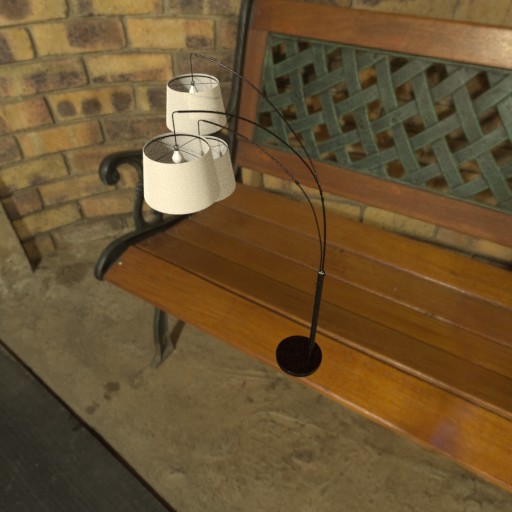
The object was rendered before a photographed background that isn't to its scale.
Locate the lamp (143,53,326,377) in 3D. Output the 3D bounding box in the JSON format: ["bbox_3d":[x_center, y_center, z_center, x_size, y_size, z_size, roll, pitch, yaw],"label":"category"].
[{"bbox_3d":[0.000,0.000,2.468,0.924,1.950,0.951,0,42,0],"label":"lamp"}]
